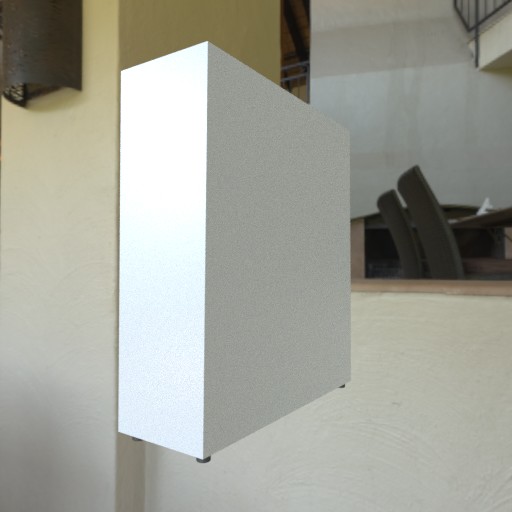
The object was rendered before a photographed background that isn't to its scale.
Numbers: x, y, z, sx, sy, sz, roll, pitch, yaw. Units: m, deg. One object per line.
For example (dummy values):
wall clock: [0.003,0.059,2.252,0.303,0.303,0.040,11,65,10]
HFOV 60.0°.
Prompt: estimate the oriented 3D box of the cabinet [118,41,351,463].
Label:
cabinet: [0.000,0.000,1.688,0.348,1.150,0.990,-1,-2,35]
